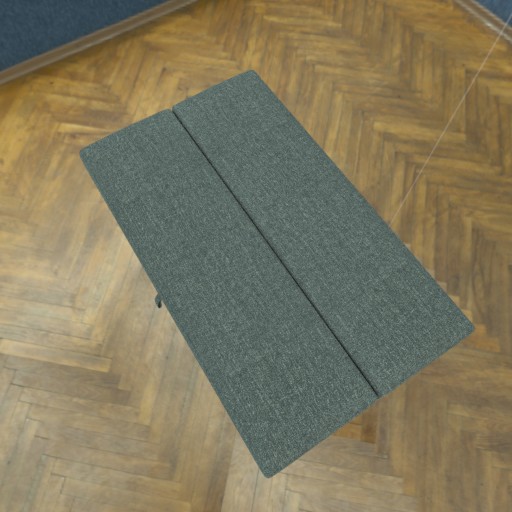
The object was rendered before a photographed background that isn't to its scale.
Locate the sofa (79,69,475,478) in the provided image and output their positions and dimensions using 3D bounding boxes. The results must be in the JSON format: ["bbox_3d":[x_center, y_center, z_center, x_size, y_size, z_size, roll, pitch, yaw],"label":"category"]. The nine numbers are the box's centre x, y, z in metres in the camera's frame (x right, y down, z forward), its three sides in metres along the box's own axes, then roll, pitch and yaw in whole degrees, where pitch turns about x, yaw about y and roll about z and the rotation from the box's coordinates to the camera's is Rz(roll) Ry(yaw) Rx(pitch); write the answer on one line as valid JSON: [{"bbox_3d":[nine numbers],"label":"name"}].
[{"bbox_3d":[0.000,0.000,1.566,0.782,0.417,1.198,-30,69,-13],"label":"sofa"}]
